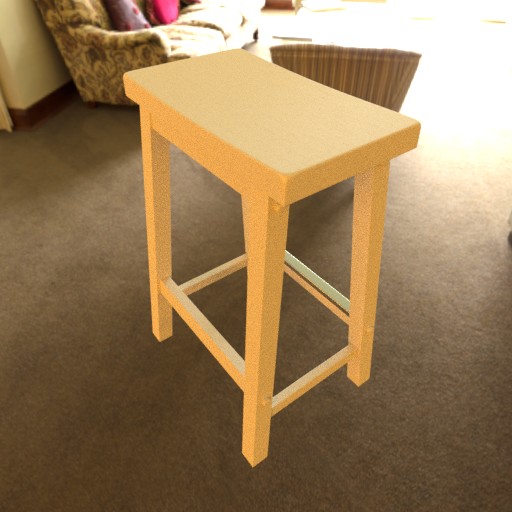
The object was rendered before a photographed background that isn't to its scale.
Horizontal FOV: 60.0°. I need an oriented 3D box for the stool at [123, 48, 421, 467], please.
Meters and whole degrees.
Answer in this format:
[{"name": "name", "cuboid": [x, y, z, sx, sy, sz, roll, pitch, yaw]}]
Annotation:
[{"name": "stool", "cuboid": [0.000, 0.000, 0.833, 0.322, 0.610, 0.406, -26, 47, -27]}]
